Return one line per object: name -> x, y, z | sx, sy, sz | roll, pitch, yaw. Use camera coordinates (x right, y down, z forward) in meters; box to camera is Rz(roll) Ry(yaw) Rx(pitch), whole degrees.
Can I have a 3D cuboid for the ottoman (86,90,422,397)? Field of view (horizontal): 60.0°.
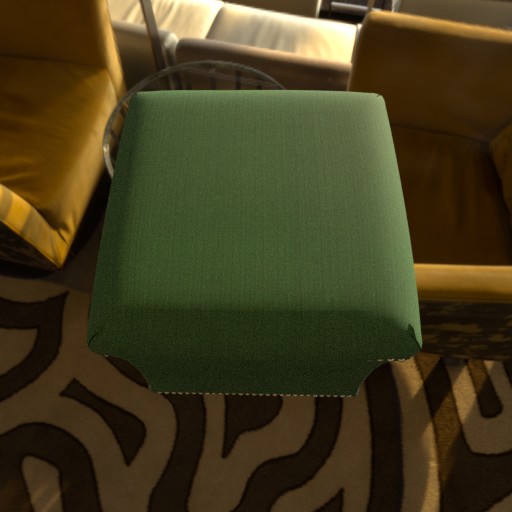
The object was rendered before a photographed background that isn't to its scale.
ottoman -> 0.000, 0.000, 0.904 | 0.497, 0.475, 0.507 | 1, 64, 0
